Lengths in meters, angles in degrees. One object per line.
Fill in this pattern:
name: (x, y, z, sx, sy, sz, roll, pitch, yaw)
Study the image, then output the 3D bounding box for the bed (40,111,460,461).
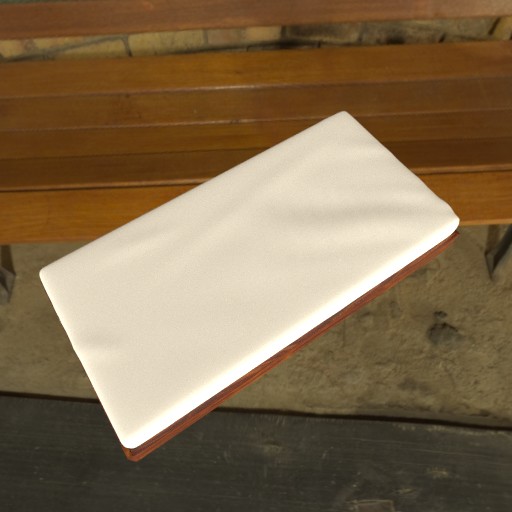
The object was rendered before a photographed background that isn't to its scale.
bed: (0.000, 0.000, 2.179, 1.860, 0.312, 0.940, -31, 66, -15)
